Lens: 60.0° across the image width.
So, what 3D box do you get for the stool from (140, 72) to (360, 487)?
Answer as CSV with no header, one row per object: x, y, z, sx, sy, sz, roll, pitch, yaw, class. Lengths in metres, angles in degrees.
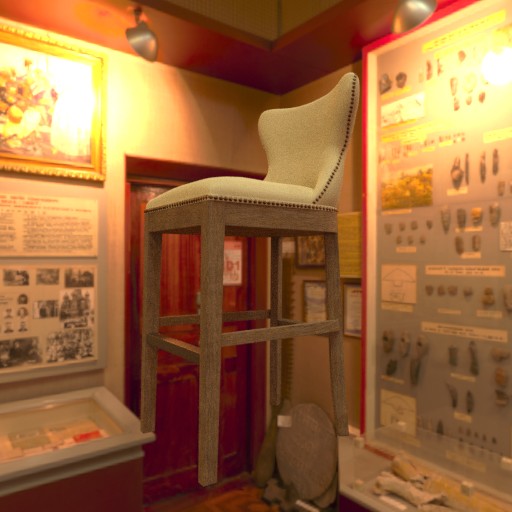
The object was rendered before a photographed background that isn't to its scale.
0.000,0.000,1.417,0.606,1.123,0.494,0,0,-35,stool
